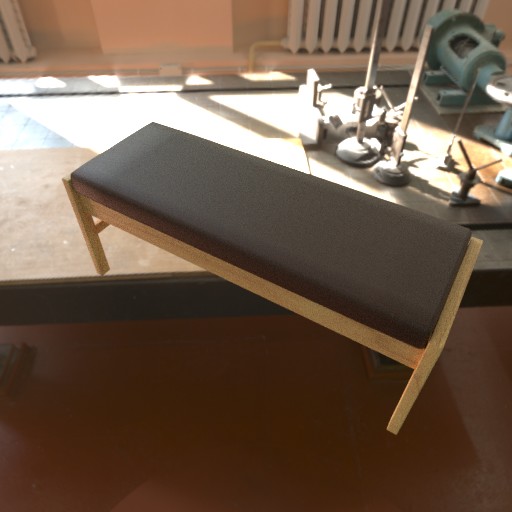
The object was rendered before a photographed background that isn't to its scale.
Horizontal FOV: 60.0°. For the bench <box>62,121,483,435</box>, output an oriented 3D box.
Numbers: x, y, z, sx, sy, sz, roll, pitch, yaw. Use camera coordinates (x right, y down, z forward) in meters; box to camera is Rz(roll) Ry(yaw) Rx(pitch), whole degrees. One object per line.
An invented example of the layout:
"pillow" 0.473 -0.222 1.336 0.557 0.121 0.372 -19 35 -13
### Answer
"bench" 0.000 0.000 1.447 1.200 0.480 0.405 24 50 22
